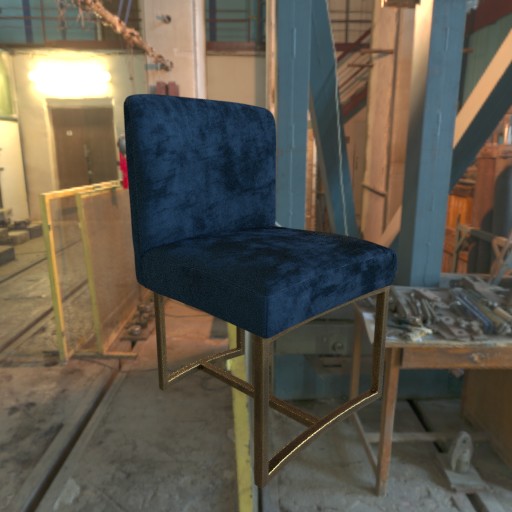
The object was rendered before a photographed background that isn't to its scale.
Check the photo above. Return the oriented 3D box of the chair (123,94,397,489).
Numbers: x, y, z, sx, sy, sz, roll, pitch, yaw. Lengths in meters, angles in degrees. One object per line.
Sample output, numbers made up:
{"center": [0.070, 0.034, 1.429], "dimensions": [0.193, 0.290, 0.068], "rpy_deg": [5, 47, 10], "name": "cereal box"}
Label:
{"center": [0.000, 0.000, 1.169], "dimensions": [0.560, 0.824, 0.530], "rpy_deg": [13, 19, 43], "name": "chair"}
